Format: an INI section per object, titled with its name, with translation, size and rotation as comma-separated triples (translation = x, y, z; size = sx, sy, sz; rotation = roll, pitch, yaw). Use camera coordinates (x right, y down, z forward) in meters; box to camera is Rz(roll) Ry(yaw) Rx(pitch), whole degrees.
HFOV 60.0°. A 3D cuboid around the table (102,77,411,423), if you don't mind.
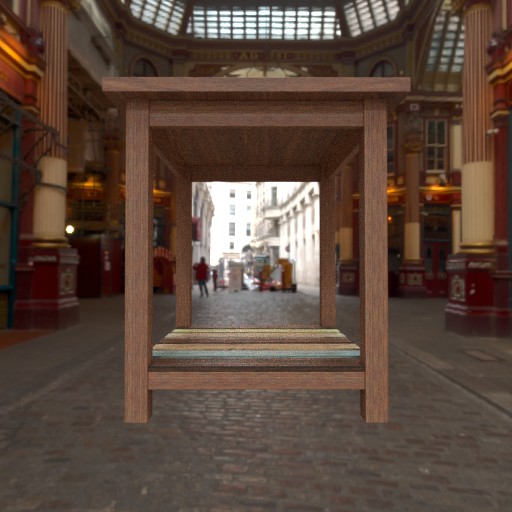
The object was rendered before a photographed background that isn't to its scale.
[table]
translation = 0.000, 0.000, 1.127
size = 0.559, 0.635, 0.660
rotation = 0, -1, 0
